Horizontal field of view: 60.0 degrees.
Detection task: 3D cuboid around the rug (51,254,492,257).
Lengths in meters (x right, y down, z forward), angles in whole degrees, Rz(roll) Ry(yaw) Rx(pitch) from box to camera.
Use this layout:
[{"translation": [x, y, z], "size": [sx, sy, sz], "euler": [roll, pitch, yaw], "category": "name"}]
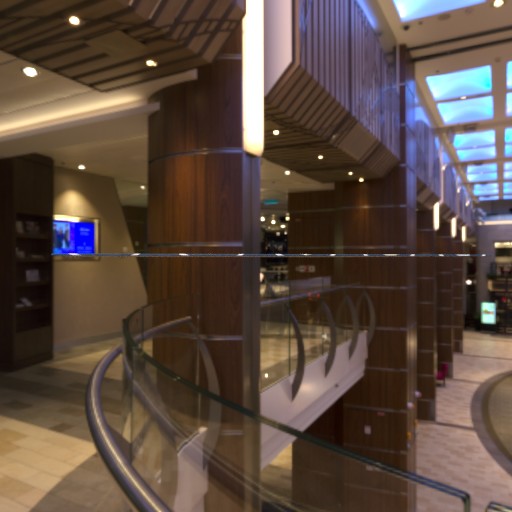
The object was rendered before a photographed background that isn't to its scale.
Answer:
[{"translation": [0.000, 0.000, 4.345], "size": [3.353, 0.010, 2.438], "euler": [0, 0, -17], "category": "rug"}]
